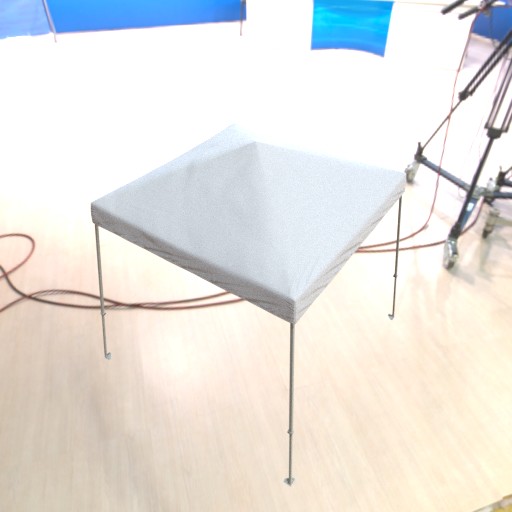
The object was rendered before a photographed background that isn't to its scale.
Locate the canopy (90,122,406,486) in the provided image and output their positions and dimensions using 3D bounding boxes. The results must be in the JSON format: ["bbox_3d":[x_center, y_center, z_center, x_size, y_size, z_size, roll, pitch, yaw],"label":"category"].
[{"bbox_3d":[0.000,0.000,5.154,2.849,2.850,2.850,24,46,26],"label":"canopy"}]
